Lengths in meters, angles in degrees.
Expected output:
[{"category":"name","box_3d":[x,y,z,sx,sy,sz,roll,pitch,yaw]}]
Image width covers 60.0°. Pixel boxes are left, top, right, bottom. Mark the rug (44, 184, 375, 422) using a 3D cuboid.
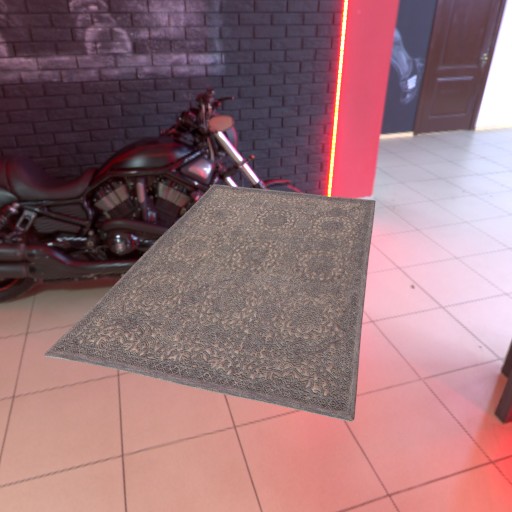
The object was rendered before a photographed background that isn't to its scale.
[{"category":"rug","box_3d":[0.000,0.000,3.087,1.535,0.022,2.498,8,31,13]}]
